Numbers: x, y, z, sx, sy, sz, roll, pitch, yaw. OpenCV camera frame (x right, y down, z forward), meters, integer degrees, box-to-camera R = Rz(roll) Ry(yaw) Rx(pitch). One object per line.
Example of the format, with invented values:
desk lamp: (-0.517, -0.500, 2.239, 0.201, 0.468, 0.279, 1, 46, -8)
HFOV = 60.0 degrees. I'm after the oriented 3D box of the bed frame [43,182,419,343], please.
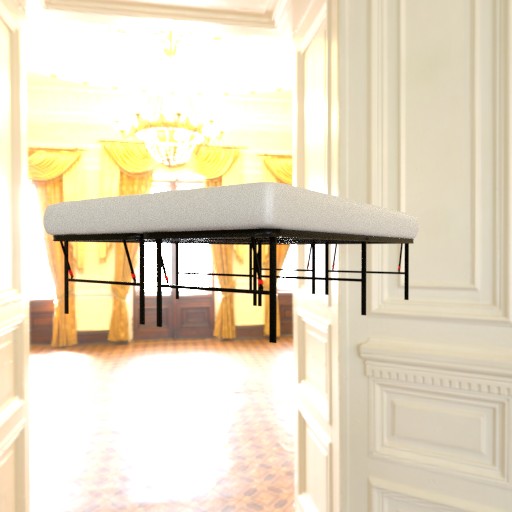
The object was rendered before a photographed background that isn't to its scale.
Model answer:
bed frame: (0.000, 0.000, 2.952, 1.584, 0.667, 2.151, 1, 1, 35)
